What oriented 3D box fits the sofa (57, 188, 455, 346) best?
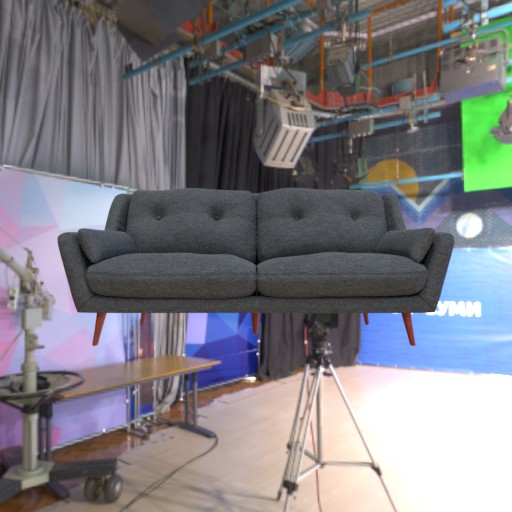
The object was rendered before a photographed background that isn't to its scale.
[{"bbox_3d":[0.000,0.000,2.550,1.929,0.896,0.975,0,-1,0],"label":"sofa"}]
